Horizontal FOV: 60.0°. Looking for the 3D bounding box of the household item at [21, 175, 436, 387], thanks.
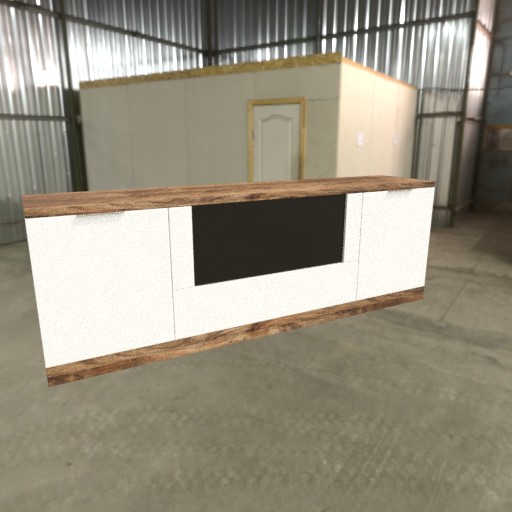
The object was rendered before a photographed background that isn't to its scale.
[{"bbox_3d":[0.000,0.000,1.997,1.800,0.615,0.390,-8,17,-27],"label":"household item"}]
